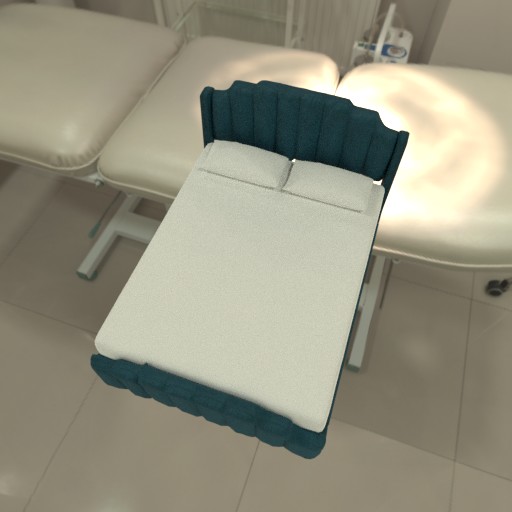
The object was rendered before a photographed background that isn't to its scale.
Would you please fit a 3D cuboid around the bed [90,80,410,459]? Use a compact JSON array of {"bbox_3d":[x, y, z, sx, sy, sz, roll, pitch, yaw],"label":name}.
[{"bbox_3d":[0.000,0.000,3.324,1.676,1.351,2.322,16,59,10],"label":"bed"}]
